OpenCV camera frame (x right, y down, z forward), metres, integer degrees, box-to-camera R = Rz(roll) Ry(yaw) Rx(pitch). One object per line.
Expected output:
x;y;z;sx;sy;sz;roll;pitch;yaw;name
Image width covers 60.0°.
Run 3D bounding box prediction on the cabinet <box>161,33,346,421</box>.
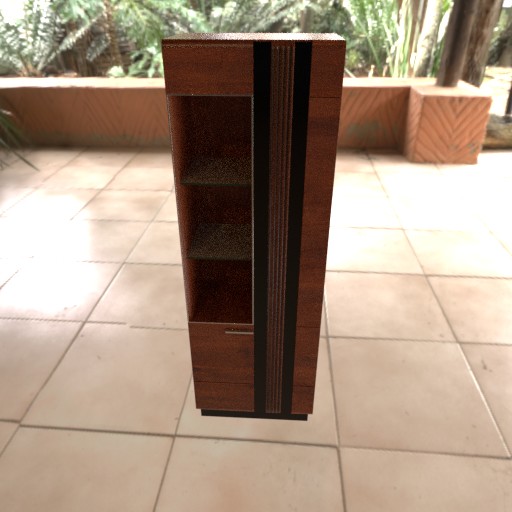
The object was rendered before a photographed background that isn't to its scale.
0.000;0.000;2.226;0.660;1.980;0.420;2;30;3;cabinet
